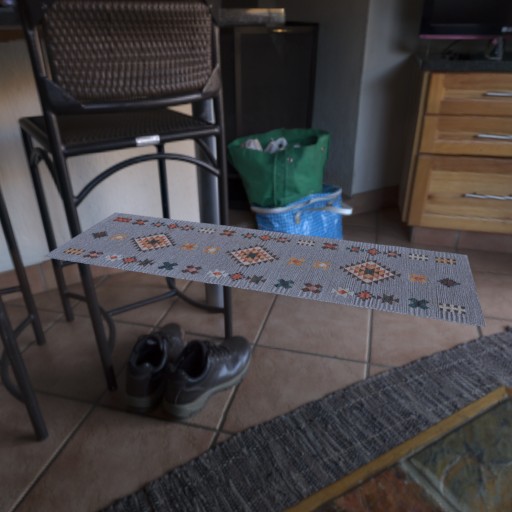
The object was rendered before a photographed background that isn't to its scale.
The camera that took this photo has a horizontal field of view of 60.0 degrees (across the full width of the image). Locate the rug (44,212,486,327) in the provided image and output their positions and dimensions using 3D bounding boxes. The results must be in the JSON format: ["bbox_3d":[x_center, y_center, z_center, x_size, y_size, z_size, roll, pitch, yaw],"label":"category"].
[{"bbox_3d":[0.000,0.000,2.669,2.432,0.008,0.766,8,28,15],"label":"rug"}]
